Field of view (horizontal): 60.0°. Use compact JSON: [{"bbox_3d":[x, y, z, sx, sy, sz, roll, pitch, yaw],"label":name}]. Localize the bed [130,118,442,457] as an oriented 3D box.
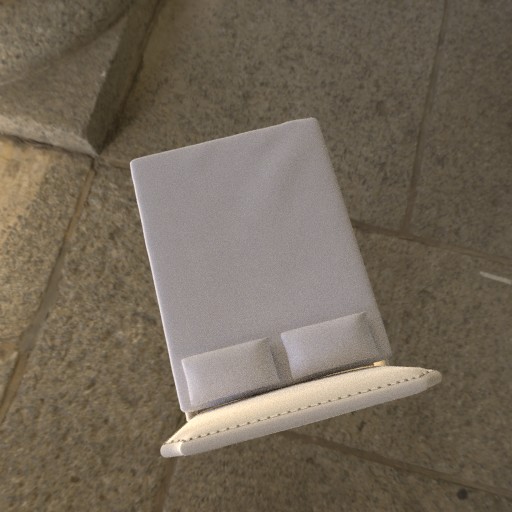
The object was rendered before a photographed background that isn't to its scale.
[{"bbox_3d":[0.000,0.000,3.433,1.712,1.497,2.372,-14,77,-3],"label":"bed"}]
